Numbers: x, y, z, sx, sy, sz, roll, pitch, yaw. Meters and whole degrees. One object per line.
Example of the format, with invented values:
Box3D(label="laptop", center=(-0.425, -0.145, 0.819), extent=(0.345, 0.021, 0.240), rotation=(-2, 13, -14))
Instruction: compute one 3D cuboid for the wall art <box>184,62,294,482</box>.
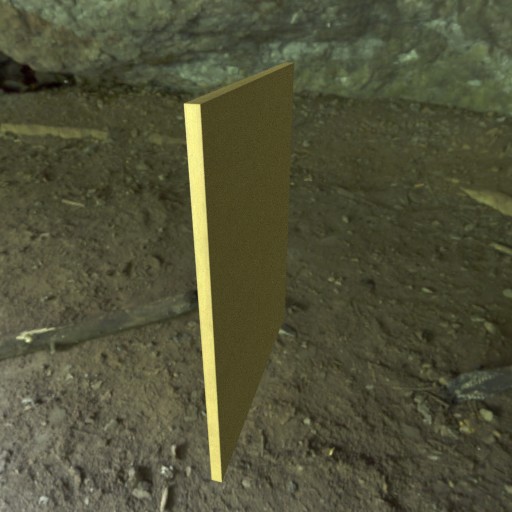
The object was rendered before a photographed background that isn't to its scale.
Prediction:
Box3D(label="wall art", center=(0.000, 0.000, 1.328), extent=(0.030, 1.002, 0.798), rotation=(8, 29, 14))
